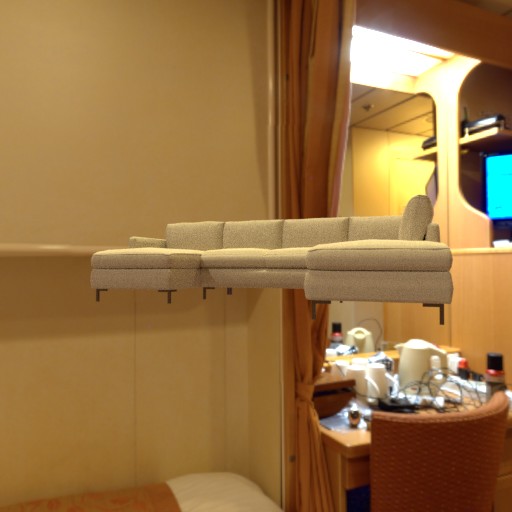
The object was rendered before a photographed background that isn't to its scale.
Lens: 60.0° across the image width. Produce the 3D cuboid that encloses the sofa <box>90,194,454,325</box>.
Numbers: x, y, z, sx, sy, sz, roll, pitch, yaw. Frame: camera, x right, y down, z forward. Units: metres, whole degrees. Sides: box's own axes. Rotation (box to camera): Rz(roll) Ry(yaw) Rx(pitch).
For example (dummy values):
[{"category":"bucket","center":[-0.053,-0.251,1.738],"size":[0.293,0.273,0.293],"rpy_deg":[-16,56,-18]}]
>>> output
[{"category":"sofa","center":[0.000,0.000,3.549],"size":[2.737,0.756,1.879],"rpy_deg":[0,-1,19]}]
